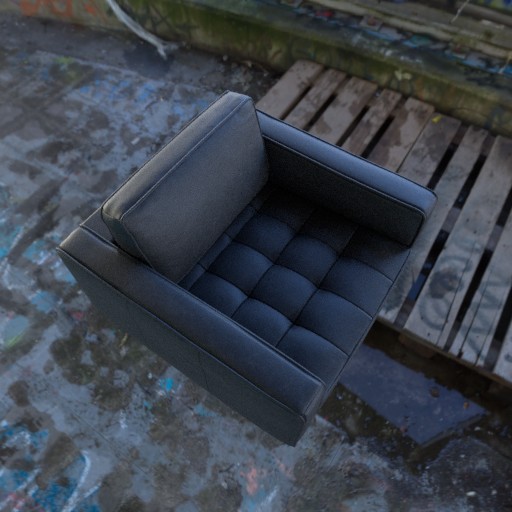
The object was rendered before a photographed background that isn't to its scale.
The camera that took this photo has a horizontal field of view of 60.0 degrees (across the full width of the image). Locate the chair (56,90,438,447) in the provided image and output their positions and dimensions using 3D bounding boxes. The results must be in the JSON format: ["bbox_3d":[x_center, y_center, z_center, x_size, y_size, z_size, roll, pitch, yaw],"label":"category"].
[{"bbox_3d":[0.000,0.000,1.566,0.914,0.763,0.889,30,63,17],"label":"chair"}]
